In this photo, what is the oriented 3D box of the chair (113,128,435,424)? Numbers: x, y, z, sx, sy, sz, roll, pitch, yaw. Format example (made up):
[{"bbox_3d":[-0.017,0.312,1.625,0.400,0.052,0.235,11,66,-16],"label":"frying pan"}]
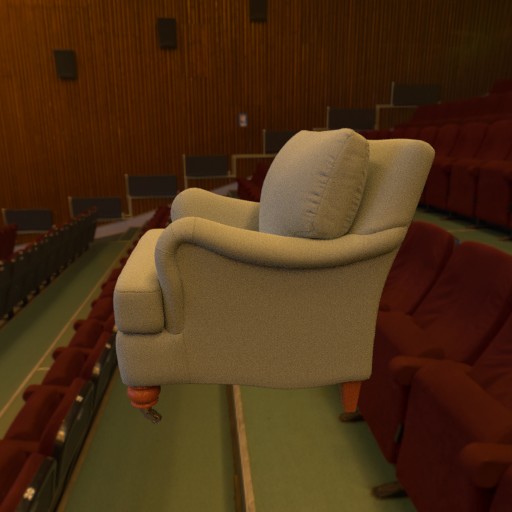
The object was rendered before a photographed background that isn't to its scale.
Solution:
[{"bbox_3d":[0.000,0.000,1.892,1.070,1.038,0.955,-2,15,-7],"label":"chair"}]
